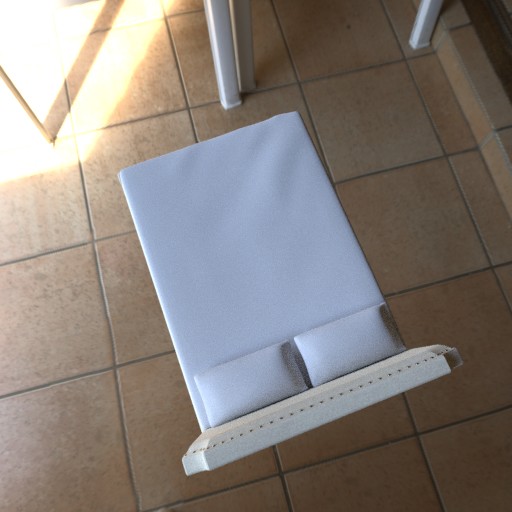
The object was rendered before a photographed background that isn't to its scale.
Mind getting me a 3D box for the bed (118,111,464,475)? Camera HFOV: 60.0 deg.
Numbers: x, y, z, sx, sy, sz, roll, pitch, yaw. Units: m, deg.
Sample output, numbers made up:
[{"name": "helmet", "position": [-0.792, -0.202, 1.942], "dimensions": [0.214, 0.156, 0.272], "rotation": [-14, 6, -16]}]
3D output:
[{"name": "bed", "position": [0.000, 0.000, 3.378], "dimensions": [1.713, 1.457, 2.381], "rotation": [-20, 76, -5]}]
